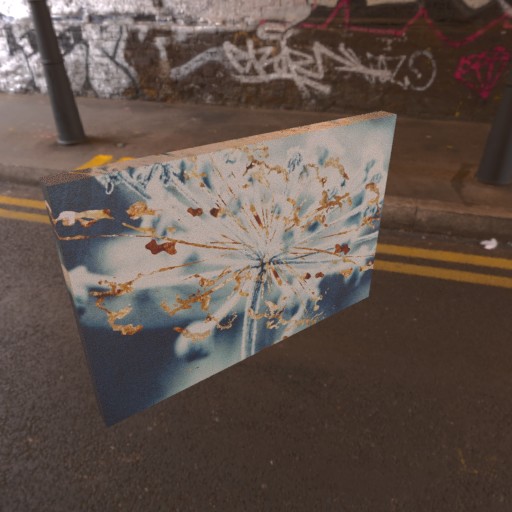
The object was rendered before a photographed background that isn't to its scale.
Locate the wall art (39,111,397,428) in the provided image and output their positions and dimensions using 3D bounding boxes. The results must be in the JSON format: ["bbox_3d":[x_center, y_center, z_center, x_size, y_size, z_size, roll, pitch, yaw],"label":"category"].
[{"bbox_3d":[0.000,0.000,0.766,0.607,0.405,0.036,-20,36,-31],"label":"wall art"}]
